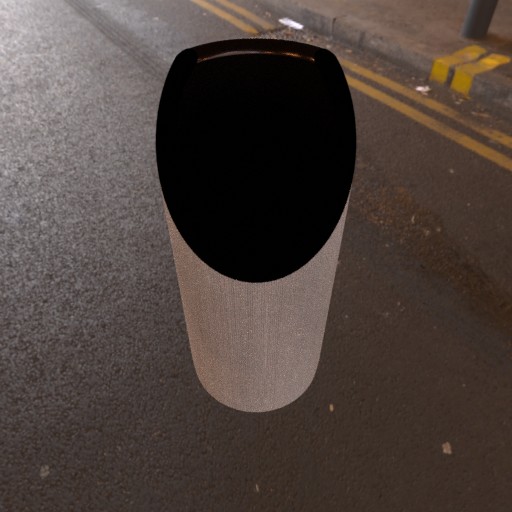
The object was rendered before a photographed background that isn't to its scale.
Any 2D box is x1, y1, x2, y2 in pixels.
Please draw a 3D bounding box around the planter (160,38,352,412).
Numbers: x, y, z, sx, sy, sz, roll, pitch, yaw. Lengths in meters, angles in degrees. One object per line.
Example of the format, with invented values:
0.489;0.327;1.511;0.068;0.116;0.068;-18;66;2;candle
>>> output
0.000;0.000;0.126;0.045;0.103;0.045;4;45;4;planter
